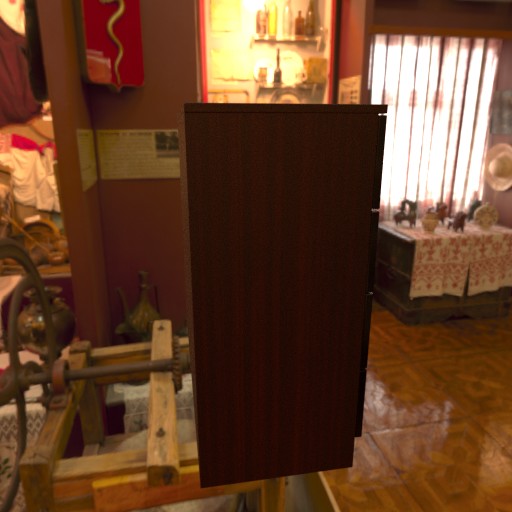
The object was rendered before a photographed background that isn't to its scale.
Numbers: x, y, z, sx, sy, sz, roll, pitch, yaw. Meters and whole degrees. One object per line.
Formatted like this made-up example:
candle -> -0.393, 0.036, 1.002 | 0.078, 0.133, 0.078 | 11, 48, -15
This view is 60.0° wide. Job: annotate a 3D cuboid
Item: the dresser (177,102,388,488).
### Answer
dresser -> 0.000, 0.000, 1.156 | 0.360, 0.720, 0.750 | -3, 17, -10
